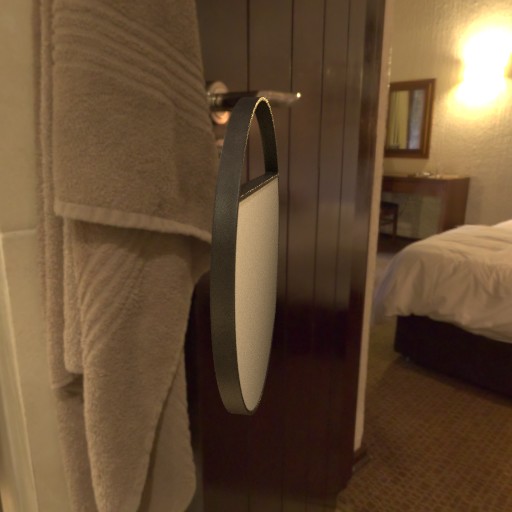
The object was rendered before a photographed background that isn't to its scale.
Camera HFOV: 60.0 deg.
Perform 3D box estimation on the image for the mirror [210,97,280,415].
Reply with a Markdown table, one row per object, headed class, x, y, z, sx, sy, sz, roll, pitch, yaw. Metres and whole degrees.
| class | x | y | z | sx | sy | sz | roll | pitch | yaw |
| --- | --- | --- | --- | --- | --- | --- | --- | --- | --- |
| mirror | 0.000 | 0.000 | 0.836 | 0.032 | 0.565 | 0.565 | 2 | 14 | 9 |
